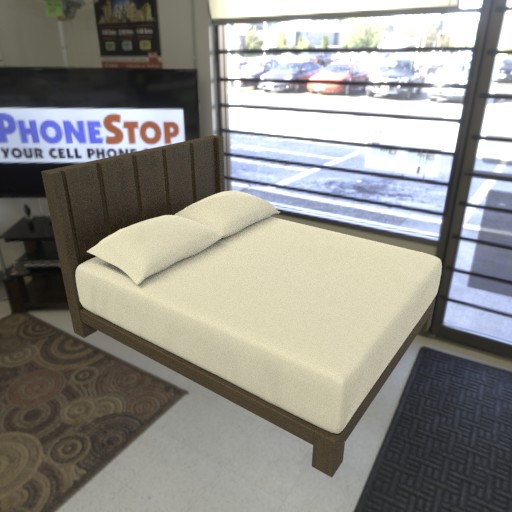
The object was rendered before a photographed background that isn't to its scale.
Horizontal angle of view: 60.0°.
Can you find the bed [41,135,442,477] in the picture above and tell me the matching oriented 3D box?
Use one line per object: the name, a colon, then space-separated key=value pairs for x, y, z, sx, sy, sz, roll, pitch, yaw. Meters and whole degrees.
bed: x=0.000 y=0.000 z=3.224 sx=2.242 sy=1.270 sz=1.727 roll=17 pitch=29 yaw=32
